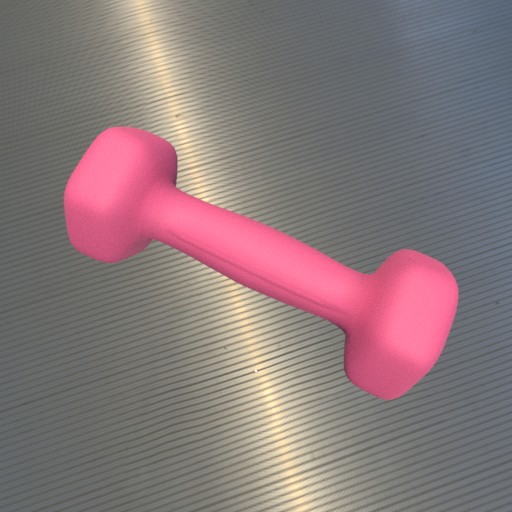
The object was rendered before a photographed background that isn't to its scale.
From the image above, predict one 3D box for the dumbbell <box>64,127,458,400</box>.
[{"bbox_3d":[0.000,0.000,0.173,0.146,0.053,0.058,25,77,6],"label":"dumbbell"}]
